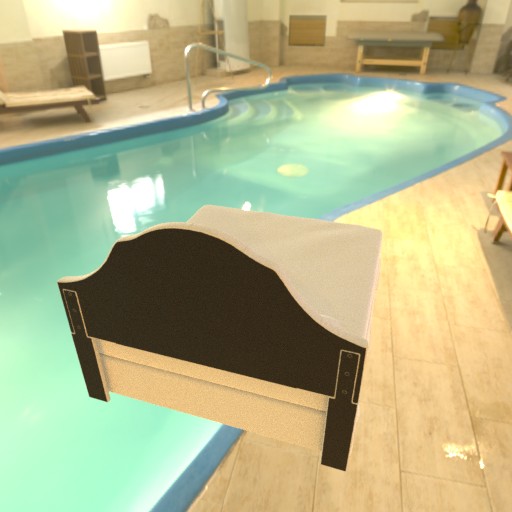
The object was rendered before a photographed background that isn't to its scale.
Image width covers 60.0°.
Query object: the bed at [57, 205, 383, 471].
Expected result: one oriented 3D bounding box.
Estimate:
[{"bbox_3d":[0.000,0.000,3.596,2.008,1.615,2.214,10,33,15],"label":"bed"}]
